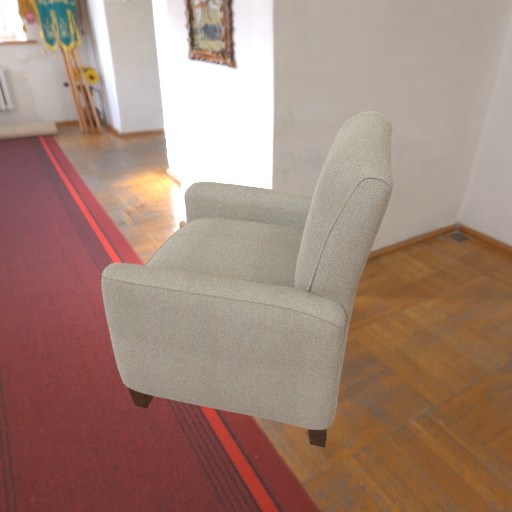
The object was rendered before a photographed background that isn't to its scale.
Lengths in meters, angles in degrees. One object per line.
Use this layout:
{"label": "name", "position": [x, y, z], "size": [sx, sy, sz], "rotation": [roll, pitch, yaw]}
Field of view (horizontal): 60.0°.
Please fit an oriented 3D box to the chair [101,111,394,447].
{"label": "chair", "position": [0.000, 0.000, 1.649], "size": [0.853, 1.006, 0.850], "rotation": [8, 32, 12]}
